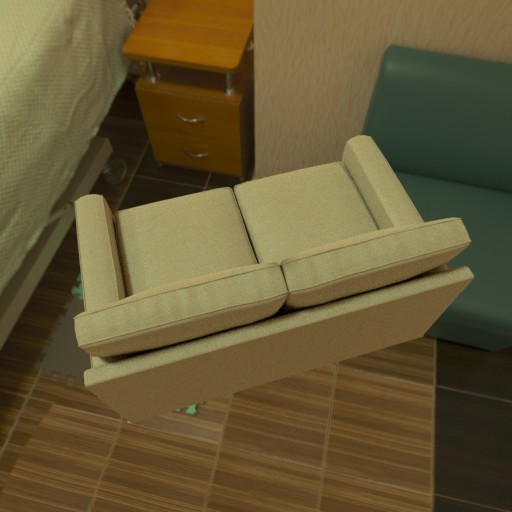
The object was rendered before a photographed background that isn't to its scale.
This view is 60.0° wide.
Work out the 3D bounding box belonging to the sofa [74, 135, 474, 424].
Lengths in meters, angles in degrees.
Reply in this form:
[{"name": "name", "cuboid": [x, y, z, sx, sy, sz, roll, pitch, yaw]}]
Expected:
[{"name": "sofa", "cuboid": [0.000, 0.000, 2.023, 1.484, 0.853, 0.942, -14, 60, -8]}]
